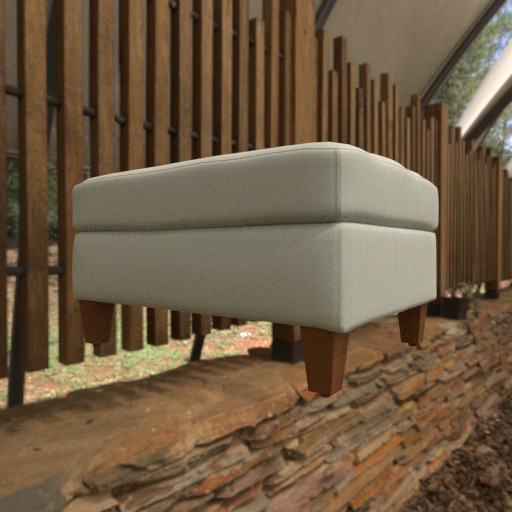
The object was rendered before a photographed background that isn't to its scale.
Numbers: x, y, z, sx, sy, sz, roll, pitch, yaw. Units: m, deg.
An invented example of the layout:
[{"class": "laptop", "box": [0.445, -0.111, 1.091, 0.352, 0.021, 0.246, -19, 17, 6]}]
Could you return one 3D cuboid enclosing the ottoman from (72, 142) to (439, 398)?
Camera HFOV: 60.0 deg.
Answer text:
[{"class": "ottoman", "box": [0.000, 0.000, 1.216, 0.818, 0.496, 0.634, 1, 1, 36]}]
